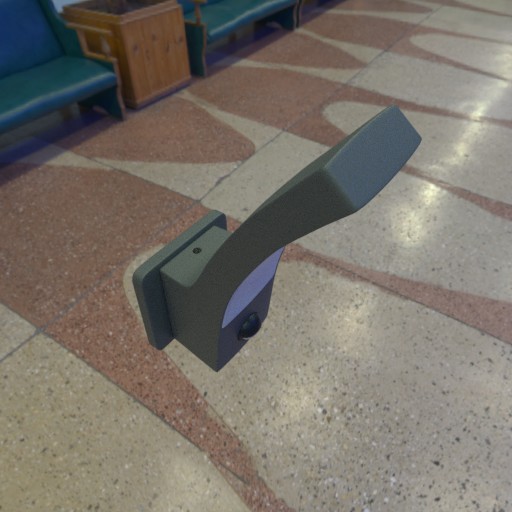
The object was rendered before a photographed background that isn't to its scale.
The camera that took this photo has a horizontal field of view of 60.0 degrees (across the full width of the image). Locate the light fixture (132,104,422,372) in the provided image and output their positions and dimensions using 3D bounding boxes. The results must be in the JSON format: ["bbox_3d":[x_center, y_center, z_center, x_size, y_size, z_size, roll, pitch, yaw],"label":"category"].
[{"bbox_3d":[0.000,0.000,0.328,0.174,0.243,0.108,26,49,25],"label":"light fixture"}]
